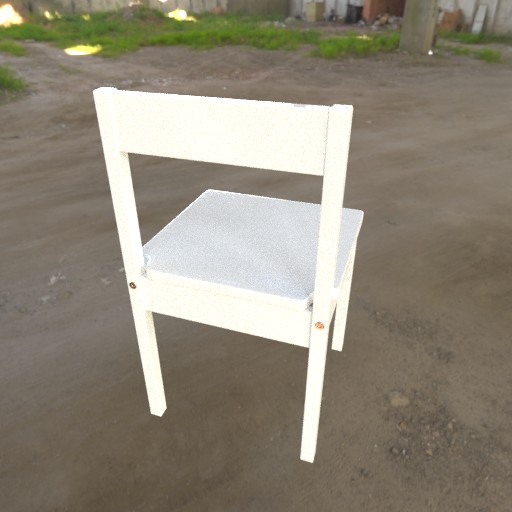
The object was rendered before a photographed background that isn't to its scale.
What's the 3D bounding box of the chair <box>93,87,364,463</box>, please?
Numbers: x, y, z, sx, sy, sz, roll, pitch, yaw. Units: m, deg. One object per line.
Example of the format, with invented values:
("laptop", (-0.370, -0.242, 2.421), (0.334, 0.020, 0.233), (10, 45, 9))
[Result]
("chair", (0.000, 0.000, 0.879), (0.367, 0.668, 0.361), (10, 32, 16))
